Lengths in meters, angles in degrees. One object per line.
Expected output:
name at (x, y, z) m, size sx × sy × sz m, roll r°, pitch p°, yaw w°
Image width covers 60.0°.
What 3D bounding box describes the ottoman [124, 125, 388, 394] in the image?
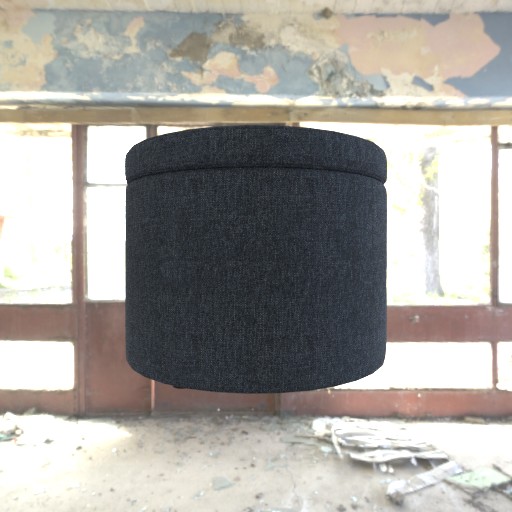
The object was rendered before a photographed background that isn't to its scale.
ottoman at (0.000, 0.000, 0.881) m, size 0.500 × 0.419 × 0.500 m, roll 0°, pitch 1°, yaw 0°
